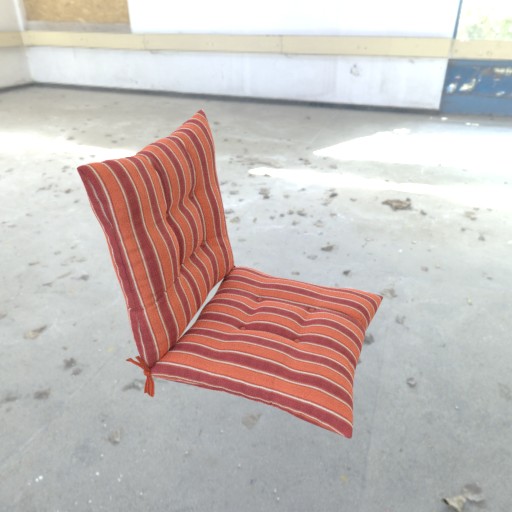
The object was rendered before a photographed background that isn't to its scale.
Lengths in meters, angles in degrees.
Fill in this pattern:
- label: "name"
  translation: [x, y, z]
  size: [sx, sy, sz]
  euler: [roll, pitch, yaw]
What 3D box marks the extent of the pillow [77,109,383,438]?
- label: "pillow"
  translation: [0.000, 0.000, 1.038]
  size: [0.585, 0.536, 0.541]
  euler: [10, 31, 18]
